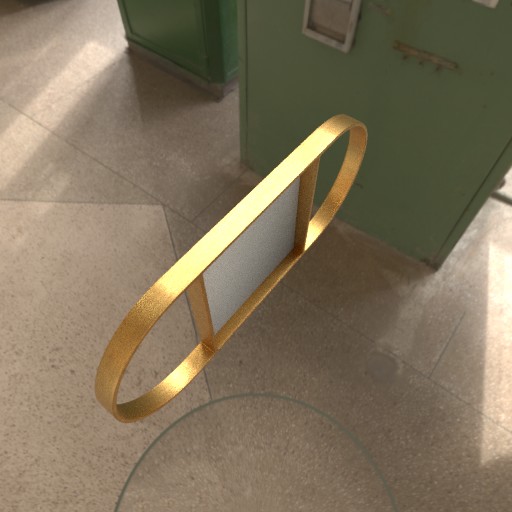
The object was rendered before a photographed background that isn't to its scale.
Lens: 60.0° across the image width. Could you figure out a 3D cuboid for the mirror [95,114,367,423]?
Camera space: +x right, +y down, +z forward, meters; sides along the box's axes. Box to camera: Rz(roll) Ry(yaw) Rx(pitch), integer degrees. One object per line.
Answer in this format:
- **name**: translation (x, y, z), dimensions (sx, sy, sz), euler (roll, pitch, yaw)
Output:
- **mirror**: translation (0.000, 0.000, 0.670), dimensions (0.032, 0.254, 0.584), euler (34, 63, 20)
